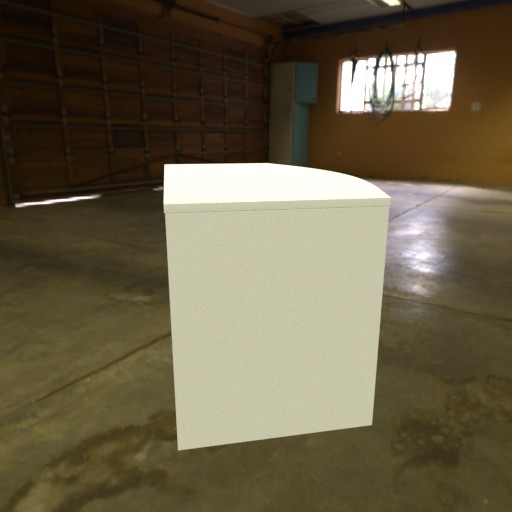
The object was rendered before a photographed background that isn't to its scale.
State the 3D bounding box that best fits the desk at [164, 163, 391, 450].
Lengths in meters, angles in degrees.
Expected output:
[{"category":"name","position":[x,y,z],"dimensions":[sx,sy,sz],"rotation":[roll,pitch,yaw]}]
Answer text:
[{"category":"desk","position":[0.000,0.000,2.074],"dimensions":[0.802,0.750,1.600],"rotation":[-3,16,-11]}]
